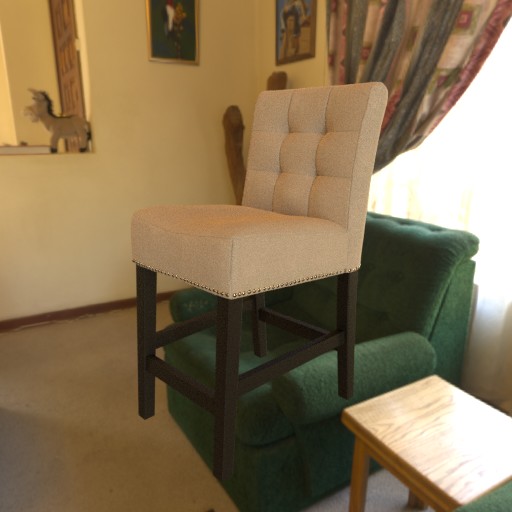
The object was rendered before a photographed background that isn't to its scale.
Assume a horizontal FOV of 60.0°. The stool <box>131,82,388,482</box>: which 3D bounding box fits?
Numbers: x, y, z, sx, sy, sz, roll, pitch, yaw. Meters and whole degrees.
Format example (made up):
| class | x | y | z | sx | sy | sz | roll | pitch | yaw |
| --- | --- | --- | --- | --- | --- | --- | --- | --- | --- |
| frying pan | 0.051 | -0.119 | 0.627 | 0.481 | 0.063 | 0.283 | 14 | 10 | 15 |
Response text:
| class | x | y | z | sx | sy | sz | roll | pitch | yaw |
| --- | --- | --- | --- | --- | --- | --- | --- | --- | --- |
| stool | 0.000 | 0.000 | 1.191 | 0.427 | 0.885 | 0.571 | 15 | 22 | 42 |
